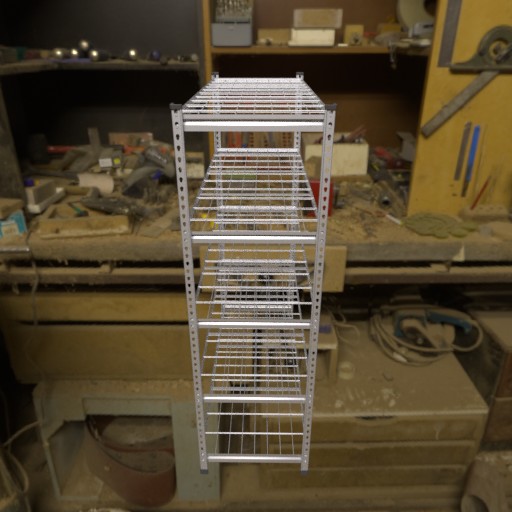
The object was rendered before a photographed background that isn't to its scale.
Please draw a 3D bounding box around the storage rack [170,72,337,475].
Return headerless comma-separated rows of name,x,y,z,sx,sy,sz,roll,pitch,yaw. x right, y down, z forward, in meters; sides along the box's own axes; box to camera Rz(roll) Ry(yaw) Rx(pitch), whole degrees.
storage rack,0.000,0.000,2.722,0.610,1.981,1.524,0,27,1
